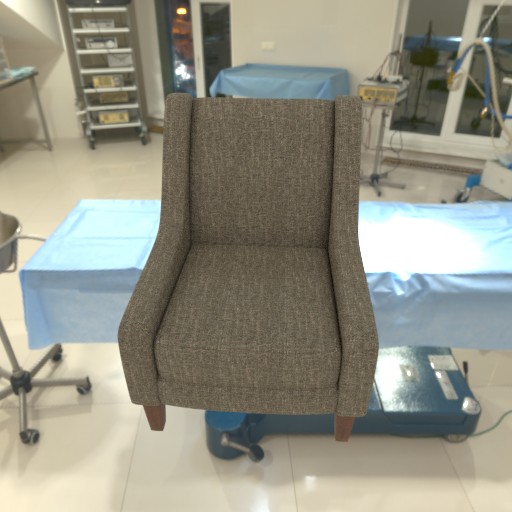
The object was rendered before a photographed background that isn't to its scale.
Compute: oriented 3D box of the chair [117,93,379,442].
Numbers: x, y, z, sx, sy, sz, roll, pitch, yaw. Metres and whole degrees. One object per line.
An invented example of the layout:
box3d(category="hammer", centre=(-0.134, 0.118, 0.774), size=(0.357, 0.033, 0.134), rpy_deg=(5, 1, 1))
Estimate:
box3d(category="chair", centre=(0.000, 0.000, 1.680), size=(0.793, 1.012, 0.944), rpy_deg=(2, 31, 3))
